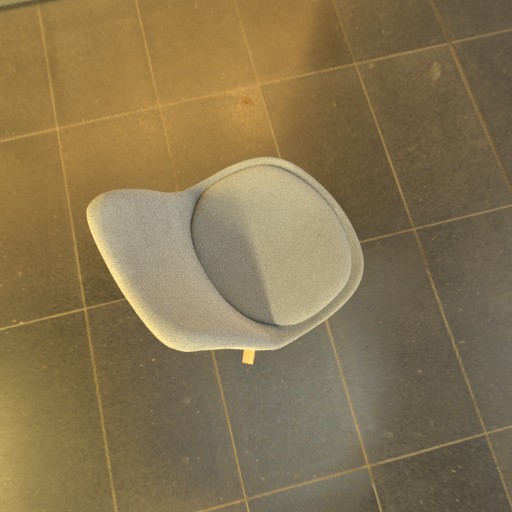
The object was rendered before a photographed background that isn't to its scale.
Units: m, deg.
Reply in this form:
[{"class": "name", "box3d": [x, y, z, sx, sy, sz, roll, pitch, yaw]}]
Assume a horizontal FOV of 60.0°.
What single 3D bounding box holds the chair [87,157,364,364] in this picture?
[{"class": "chair", "box3d": [0.000, 0.000, 1.167, 0.549, 0.863, 0.474, -33, 78, -8]}]
